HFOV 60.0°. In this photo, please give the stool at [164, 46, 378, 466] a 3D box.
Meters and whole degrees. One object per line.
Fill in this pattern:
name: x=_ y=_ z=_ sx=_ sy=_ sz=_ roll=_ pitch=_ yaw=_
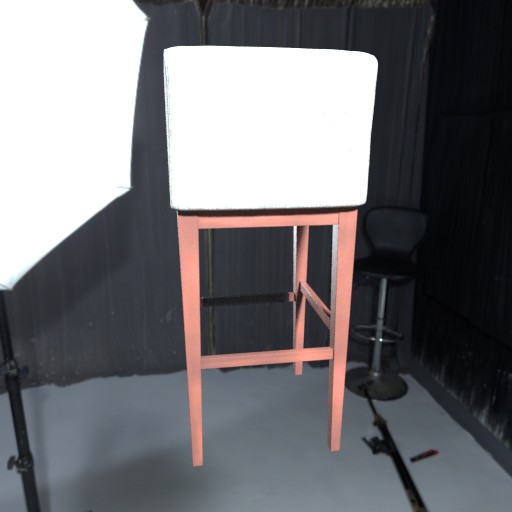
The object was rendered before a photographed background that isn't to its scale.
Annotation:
stool: x=0.000 y=0.000 z=1.200 sx=0.426 sy=0.965 sz=0.499 roll=-2 pitch=15 yaw=-9
